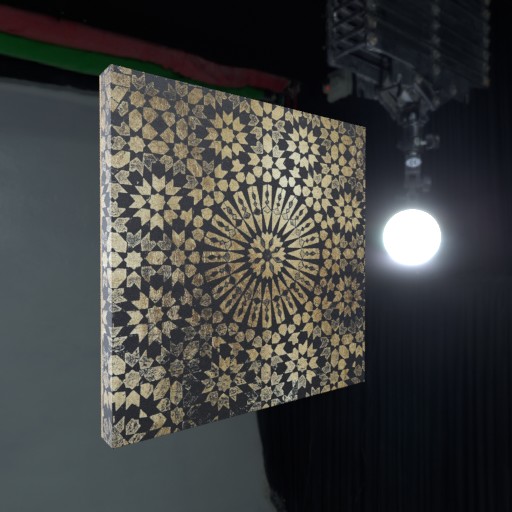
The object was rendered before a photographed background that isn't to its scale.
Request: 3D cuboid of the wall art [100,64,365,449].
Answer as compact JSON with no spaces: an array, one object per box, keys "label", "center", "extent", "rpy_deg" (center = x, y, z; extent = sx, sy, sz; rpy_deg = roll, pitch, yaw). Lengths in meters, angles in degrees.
[{"label":"wall art","center":[0.000,0.000,0.601],"extent":[0.405,0.405,0.038],"rpy_deg":[-1,1,-36]}]
